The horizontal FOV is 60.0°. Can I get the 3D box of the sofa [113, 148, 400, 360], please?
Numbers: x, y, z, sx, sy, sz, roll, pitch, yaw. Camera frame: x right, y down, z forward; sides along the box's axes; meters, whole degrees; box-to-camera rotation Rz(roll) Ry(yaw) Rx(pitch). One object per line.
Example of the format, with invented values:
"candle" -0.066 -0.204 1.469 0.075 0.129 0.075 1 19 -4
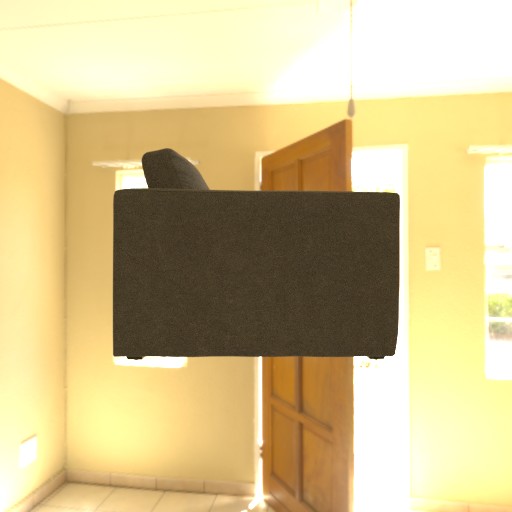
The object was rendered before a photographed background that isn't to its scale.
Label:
"sofa" 0.000 0.000 2.764 1.092 0.838 2.257 0 -1 0
